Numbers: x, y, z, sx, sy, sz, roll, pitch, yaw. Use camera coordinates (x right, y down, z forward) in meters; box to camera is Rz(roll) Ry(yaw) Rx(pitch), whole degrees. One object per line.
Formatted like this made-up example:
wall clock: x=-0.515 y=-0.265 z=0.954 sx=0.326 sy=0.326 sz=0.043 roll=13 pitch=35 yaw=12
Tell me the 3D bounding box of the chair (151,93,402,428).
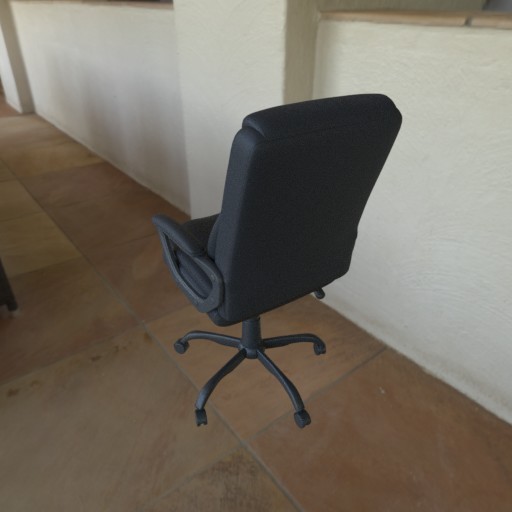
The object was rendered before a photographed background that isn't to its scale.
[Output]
chair: x=0.000 y=0.000 z=1.458 sx=0.615 sy=1.072 sz=0.655 roll=-19 pitch=35 yaw=-29
